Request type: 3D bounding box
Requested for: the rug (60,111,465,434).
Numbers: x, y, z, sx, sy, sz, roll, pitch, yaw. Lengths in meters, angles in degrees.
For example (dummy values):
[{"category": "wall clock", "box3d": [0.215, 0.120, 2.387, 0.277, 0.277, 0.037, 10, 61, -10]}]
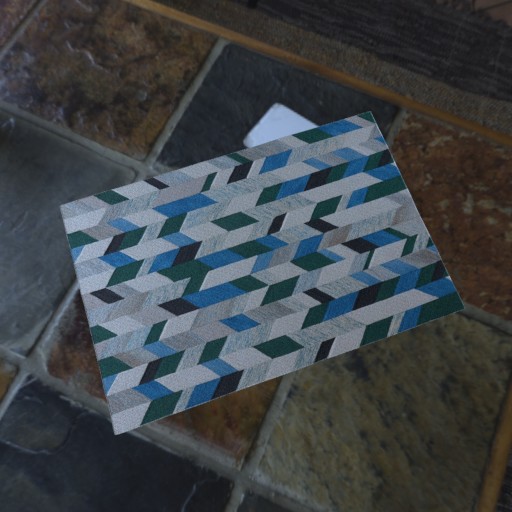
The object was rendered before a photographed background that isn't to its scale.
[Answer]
[{"category": "rug", "box3d": [0.000, 0.000, 2.323, 1.827, 0.005, 1.229, -18, 75, -5]}]
